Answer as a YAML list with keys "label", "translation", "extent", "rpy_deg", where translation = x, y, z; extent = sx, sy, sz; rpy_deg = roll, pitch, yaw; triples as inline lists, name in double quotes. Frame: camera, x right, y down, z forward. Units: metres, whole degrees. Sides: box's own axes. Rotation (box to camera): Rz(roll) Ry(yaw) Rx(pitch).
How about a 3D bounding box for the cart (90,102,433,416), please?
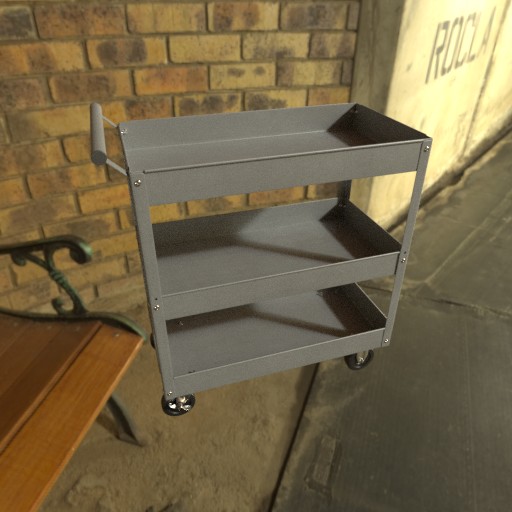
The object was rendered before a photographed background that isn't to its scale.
- label: "cart"
  translation: [0.000, 0.000, 1.208]
  extent: [0.719, 0.780, 0.366]
  rpy_deg: [-10, 33, -15]
